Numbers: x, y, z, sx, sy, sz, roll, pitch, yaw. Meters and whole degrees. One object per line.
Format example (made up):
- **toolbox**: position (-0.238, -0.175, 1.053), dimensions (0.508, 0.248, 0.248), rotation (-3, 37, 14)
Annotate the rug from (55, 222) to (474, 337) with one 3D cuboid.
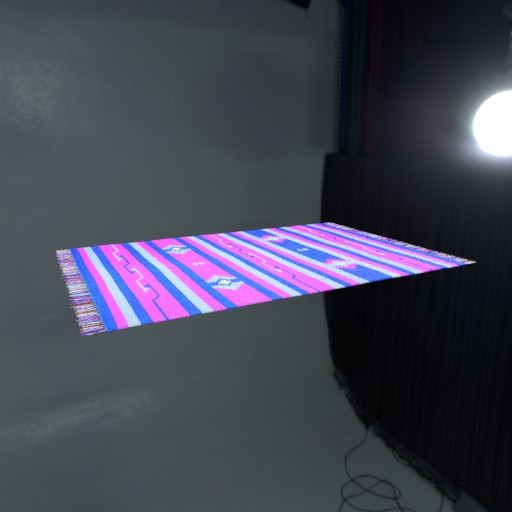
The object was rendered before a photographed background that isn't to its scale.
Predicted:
- **rug**: position (0.000, 0.000, 2.912), dimensions (2.350, 0.013, 1.539), rotation (-8, 17, -26)
